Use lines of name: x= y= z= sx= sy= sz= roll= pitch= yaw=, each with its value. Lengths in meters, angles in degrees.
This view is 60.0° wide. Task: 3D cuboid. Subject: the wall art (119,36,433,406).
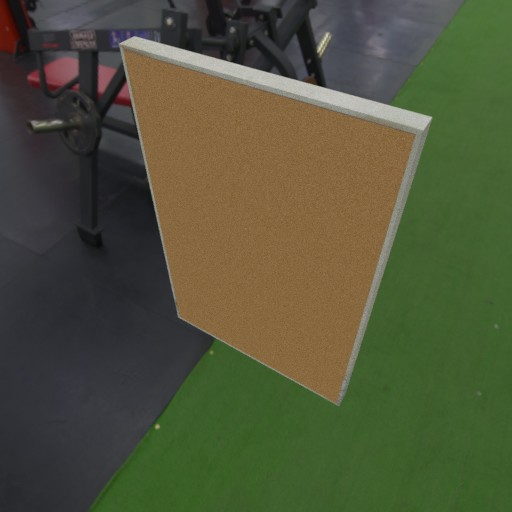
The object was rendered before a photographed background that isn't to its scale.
wall art: x=0.000 y=0.000 z=0.924 sx=0.508 sy=0.764 sz=0.038 roll=24 pitch=51 yaw=21
